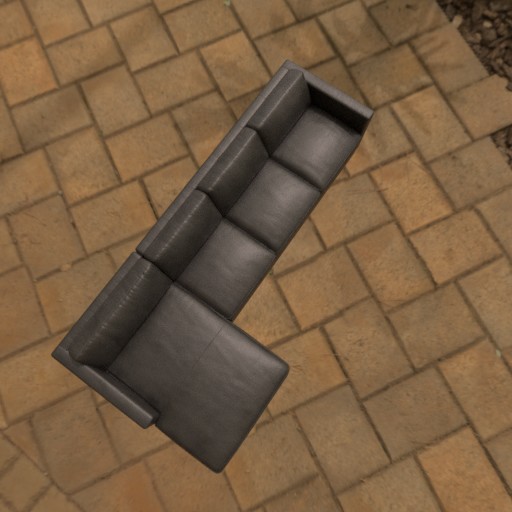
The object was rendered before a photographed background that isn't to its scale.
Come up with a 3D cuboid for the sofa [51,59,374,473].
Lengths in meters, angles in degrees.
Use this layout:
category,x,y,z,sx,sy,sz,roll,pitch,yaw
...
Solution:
category,x,y,z,sx,sy,sz,roll,pitch,yaw
sofa,0.000,0.000,3.852,1.581,0.883,3.203,35,79,8
